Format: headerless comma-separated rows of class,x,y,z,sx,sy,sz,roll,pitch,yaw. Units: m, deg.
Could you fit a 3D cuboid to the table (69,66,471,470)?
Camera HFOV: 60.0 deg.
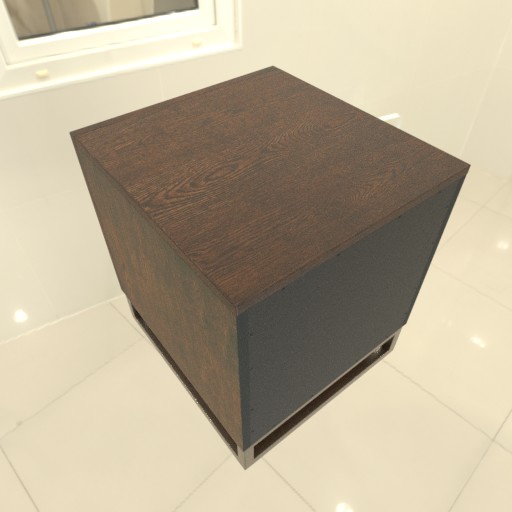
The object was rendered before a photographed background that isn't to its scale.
table,0.000,0.000,1.021,0.506,0.582,0.566,-29,52,-26
